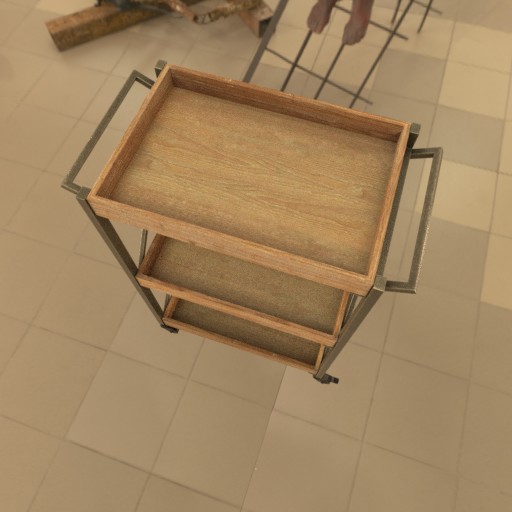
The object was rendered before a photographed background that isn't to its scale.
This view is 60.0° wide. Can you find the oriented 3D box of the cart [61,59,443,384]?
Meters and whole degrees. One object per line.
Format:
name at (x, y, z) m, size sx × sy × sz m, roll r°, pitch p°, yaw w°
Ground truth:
cart at (0.000, 0.000, 1.204) m, size 0.673 × 0.835 × 0.377 m, roll 17°, pitch 66°, yaw 8°
